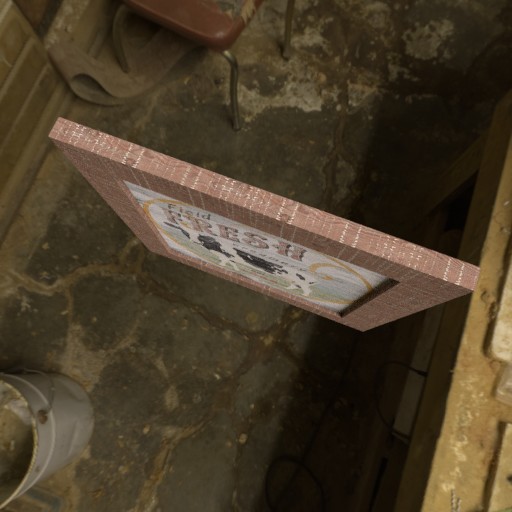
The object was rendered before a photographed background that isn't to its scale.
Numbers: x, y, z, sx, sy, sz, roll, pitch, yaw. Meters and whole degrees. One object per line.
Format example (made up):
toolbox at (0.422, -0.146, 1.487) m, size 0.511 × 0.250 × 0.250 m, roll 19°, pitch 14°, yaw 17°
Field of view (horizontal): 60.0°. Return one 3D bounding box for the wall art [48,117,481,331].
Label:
wall art at (0.000, 0.000, 0.775) m, size 0.531 × 0.531 × 0.029 m, roll 20°, pitch 76°, yaw 5°
